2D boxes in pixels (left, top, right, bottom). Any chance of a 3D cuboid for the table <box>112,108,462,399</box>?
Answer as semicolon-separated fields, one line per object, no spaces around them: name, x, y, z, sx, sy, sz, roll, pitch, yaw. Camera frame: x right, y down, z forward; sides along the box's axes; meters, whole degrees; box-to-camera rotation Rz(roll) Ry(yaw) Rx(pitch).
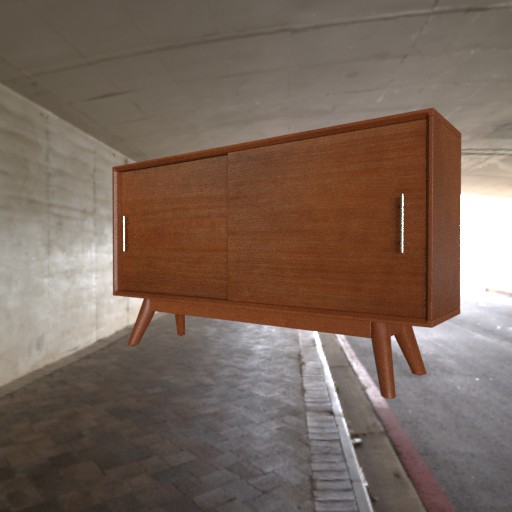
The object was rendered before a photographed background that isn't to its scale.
table;0.000;0.000;1.495;1.220;0.698;0.308;1;1;37
